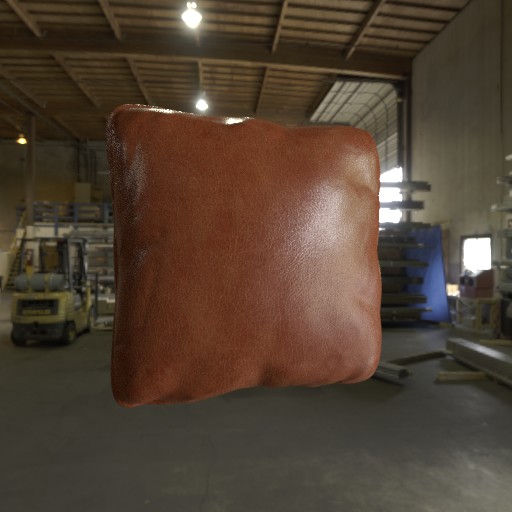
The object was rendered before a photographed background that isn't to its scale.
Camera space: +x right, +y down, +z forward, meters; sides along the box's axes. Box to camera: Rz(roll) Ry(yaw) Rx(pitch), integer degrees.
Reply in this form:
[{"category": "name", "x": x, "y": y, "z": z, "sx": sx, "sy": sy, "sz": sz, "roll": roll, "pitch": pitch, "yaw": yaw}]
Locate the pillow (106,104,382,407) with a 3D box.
[{"category": "pillow", "x": 0.000, "y": 0.000, "z": 0.828, "sx": 0.532, "sy": 0.523, "sz": 0.236, "roll": 0, "pitch": 0, "yaw": -18}]
